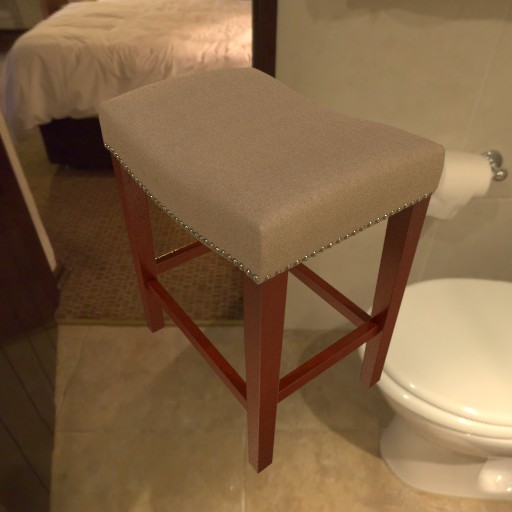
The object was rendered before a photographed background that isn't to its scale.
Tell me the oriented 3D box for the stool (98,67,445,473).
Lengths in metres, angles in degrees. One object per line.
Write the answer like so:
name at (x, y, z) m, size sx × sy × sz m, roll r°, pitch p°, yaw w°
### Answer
stool at (0.000, 0.000, 0.929) m, size 0.375 × 0.632 × 0.509 m, roll -26°, pitch 46°, yaw -28°
